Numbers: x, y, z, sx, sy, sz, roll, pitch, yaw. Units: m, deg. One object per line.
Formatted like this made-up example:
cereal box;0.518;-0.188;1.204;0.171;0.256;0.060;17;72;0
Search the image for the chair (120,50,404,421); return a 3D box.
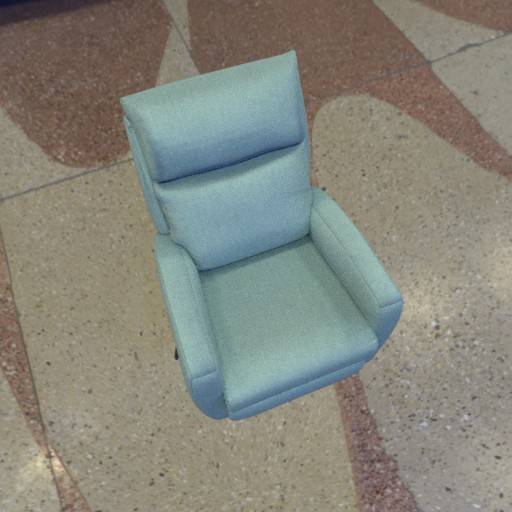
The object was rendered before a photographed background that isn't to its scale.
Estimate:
chair;0.000;0.000;1.647;0.812;1.013;0.940;-19;63;-10
